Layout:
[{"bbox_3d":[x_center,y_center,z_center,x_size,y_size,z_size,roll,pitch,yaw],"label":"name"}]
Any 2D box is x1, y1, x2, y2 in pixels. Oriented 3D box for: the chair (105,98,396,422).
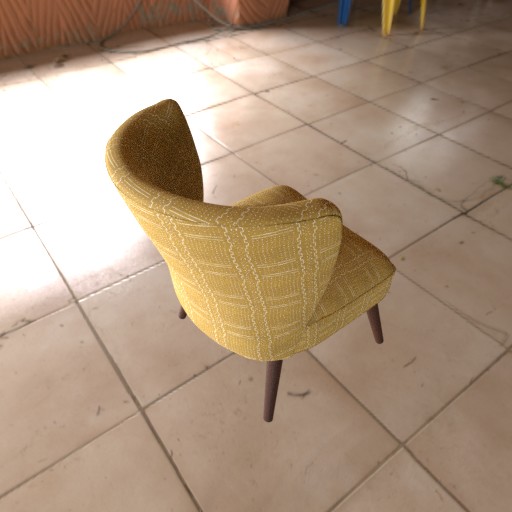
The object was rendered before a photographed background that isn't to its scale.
[{"bbox_3d":[0.000,0.000,1.406,0.758,0.866,0.706,-28,49,-27],"label":"chair"}]
